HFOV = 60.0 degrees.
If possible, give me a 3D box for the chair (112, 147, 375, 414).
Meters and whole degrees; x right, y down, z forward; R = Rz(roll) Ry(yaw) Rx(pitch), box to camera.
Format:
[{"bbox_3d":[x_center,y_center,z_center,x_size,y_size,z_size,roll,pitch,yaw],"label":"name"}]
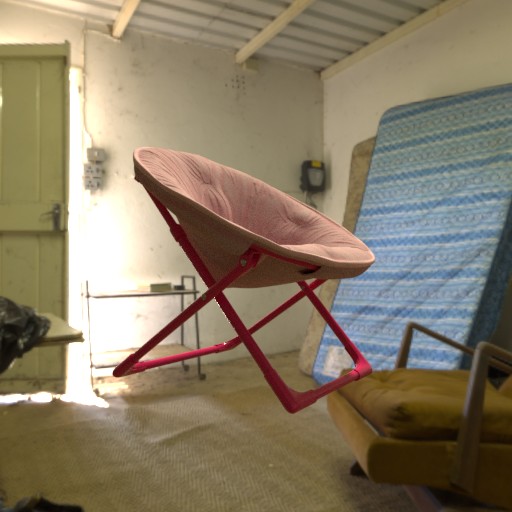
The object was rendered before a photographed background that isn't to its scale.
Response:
[{"bbox_3d":[0.000,0.000,0.916,0.459,0.494,0.522,-1,-1,37],"label":"chair"}]
